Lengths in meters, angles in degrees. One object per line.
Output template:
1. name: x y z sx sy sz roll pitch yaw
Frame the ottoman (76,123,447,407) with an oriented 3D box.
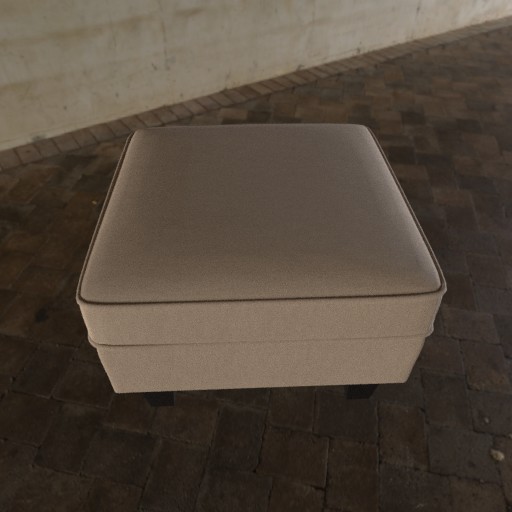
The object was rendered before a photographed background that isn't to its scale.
1. ottoman: 0.000 0.000 1.030 0.616 0.438 0.613 -2 43 -2
